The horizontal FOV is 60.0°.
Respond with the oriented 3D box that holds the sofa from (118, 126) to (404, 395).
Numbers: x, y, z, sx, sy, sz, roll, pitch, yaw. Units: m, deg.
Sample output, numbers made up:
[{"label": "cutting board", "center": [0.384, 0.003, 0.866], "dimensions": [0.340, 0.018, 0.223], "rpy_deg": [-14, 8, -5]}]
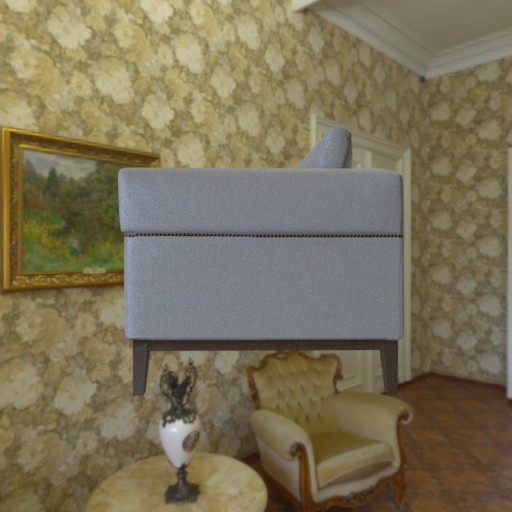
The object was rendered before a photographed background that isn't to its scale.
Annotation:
[{"label": "sofa", "center": [0.000, 0.000, 2.150], "dimensions": [0.899, 0.873, 1.598], "rpy_deg": [0, 0, -1]}]
